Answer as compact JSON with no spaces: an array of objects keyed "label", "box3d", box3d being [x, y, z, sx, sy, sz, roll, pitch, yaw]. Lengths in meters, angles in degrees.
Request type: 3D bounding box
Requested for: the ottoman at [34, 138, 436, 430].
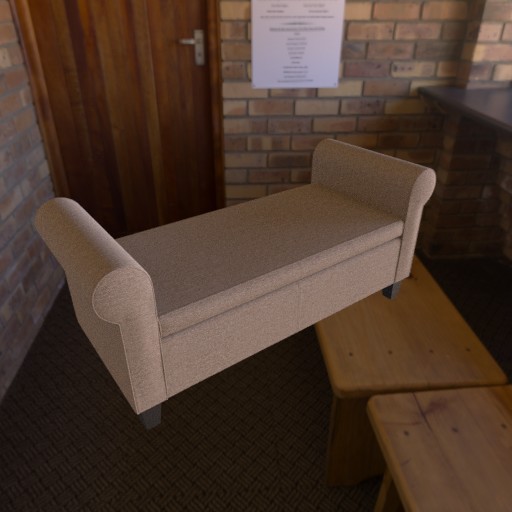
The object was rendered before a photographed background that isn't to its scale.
[{"label":"ottoman","box3d":[0.000,0.000,1.560,1.256,0.547,0.521,-20,35,-31]}]
